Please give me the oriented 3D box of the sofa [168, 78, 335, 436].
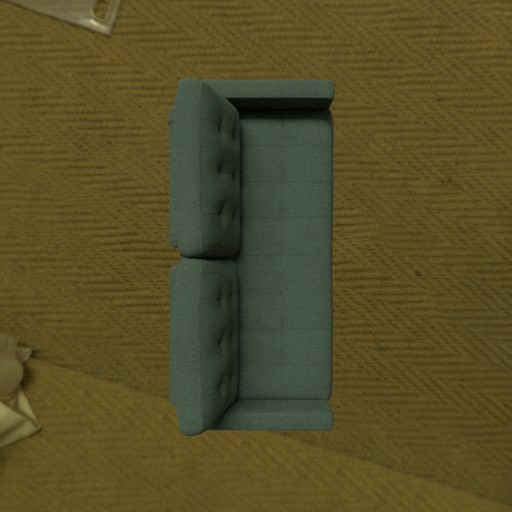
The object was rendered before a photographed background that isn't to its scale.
[{"bbox_3d":[0.000,0.000,2.664,0.966,1.050,2.010,0,91,0],"label":"sofa"}]
